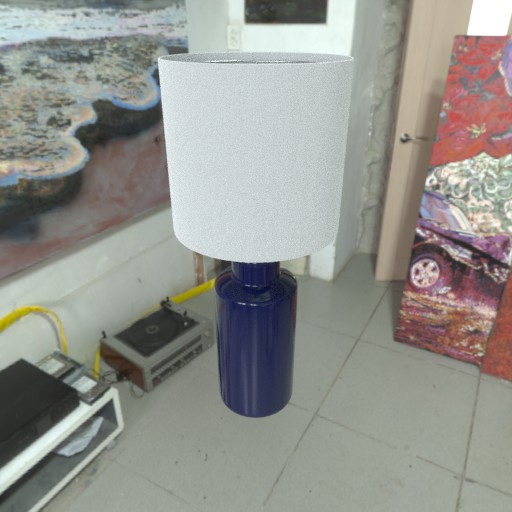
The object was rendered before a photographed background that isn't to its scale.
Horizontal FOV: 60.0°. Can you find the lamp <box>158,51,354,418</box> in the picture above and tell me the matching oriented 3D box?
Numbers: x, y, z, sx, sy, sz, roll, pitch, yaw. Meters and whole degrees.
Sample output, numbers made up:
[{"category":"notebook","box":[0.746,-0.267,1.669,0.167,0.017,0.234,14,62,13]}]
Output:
[{"category":"lamp","box":[0.000,0.000,0.600,0.212,0.493,0.212,0,27,0]}]
